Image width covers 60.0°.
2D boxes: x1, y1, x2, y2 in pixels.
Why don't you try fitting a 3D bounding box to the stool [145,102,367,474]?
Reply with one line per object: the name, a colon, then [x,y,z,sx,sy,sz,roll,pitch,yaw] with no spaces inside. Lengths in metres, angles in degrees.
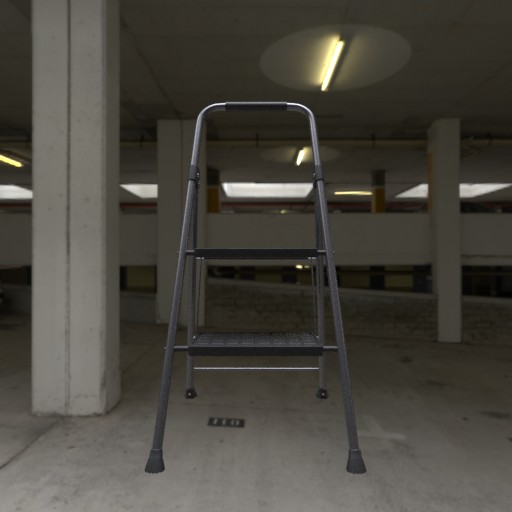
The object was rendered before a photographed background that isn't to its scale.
stool: [0.000,0.000,1.142,0.450,0.872,0.514,0,0,0]
